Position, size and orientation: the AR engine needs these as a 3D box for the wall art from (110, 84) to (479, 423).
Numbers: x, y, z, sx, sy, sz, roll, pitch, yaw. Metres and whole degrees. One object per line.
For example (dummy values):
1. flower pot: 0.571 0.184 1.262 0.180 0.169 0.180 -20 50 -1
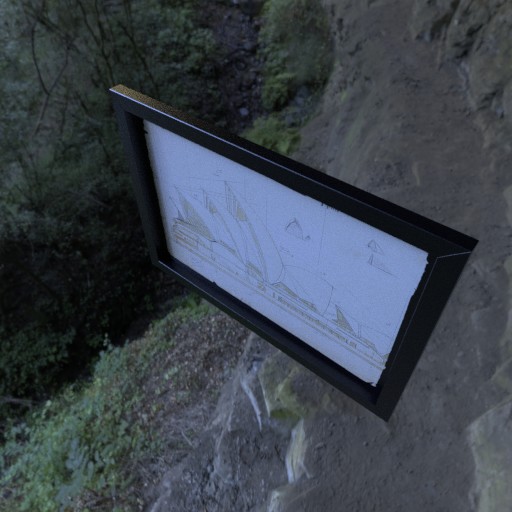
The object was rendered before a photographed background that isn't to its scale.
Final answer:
1. wall art: 0.000 0.000 0.823 0.657 0.458 0.027 30 53 26
